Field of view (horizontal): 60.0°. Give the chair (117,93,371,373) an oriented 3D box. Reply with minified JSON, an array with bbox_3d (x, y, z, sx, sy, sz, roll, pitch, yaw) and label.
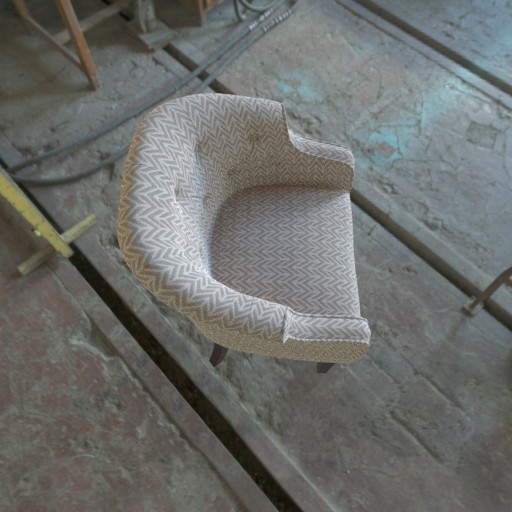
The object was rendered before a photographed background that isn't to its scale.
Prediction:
[{"bbox_3d":[0.000,0.000,1.354,0.613,0.858,0.686,1,64,1],"label":"chair"}]
